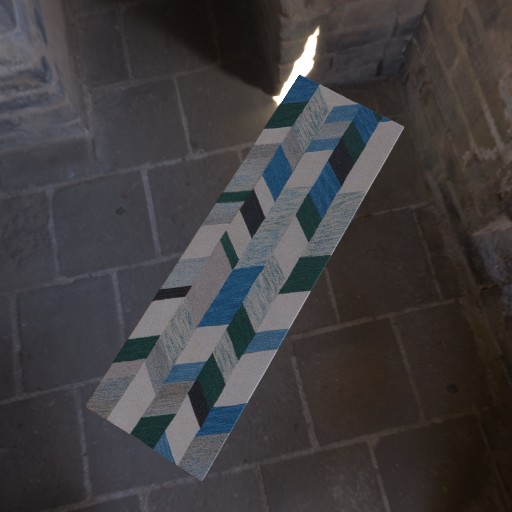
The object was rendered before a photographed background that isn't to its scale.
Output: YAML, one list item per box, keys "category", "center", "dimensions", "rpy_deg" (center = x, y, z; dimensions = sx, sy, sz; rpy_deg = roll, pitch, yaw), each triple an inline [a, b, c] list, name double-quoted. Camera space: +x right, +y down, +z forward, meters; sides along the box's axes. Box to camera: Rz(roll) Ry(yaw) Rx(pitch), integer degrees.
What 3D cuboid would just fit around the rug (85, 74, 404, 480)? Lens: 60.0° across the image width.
- category: "rug"
  center: [0.000, 0.000, 2.655]
  dimensions: [0.774, 0.008, 2.437]
  rpy_deg: [30, 79, 7]
